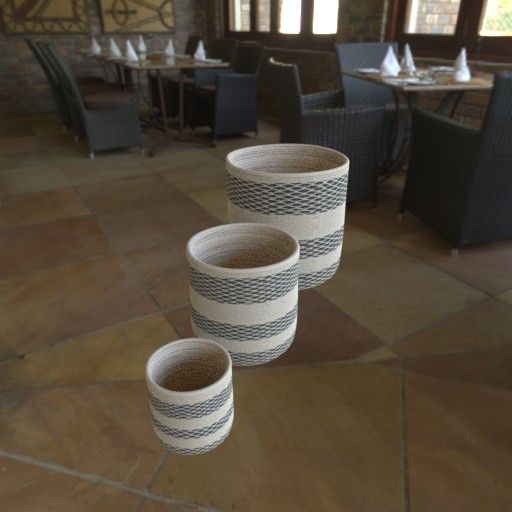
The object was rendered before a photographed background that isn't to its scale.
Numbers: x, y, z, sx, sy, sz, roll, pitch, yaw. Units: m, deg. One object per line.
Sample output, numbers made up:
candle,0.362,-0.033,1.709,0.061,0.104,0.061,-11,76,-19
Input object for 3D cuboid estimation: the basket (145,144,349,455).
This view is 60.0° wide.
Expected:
basket,0.000,0.000,1.092,0.351,0.356,0.917,9,29,16
